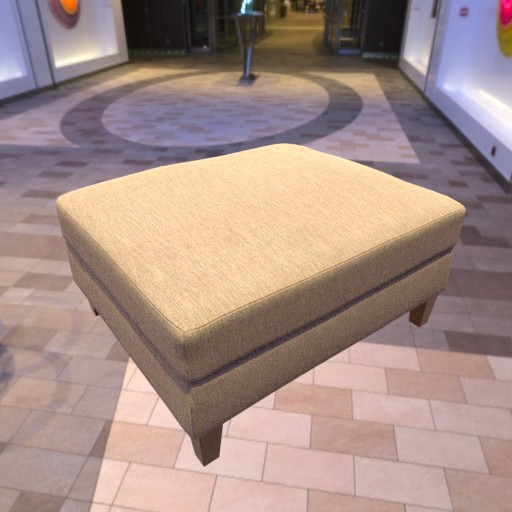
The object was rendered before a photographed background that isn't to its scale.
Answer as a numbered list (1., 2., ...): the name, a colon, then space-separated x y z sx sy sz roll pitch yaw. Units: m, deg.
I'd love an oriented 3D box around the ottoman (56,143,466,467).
1. ottoman: 0.000 0.000 1.428 0.976 0.492 0.836 -21 36 -32
